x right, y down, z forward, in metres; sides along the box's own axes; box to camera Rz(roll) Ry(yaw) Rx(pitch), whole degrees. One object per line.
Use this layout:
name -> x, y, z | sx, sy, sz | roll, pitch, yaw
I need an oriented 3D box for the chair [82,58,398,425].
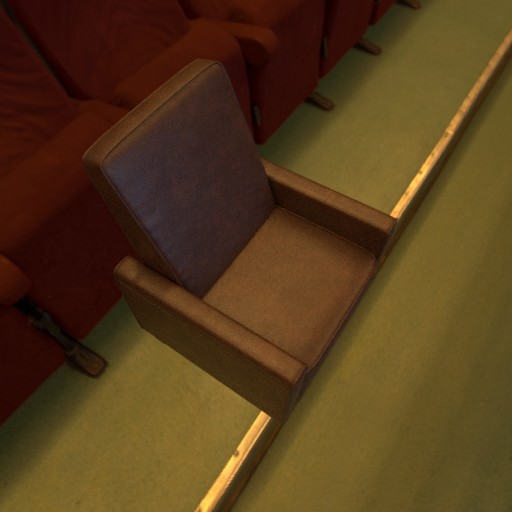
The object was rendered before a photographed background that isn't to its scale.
chair -> 0.000, 0.000, 1.534 | 0.746, 1.013, 0.705 | 30, 63, 17
